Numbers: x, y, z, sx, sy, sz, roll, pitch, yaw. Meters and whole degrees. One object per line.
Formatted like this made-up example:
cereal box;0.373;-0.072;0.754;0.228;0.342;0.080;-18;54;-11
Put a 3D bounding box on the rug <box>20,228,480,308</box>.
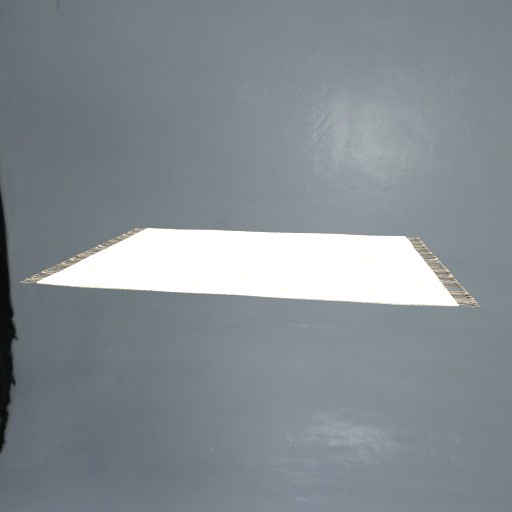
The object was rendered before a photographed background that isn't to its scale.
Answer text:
rug;0.000;0.000;2.332;1.861;0.017;1.218;2;15;9
